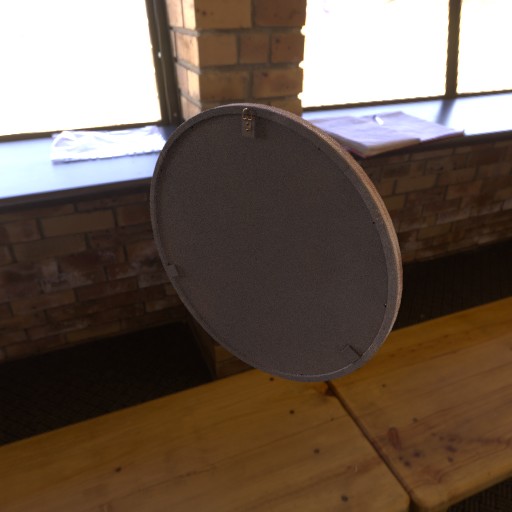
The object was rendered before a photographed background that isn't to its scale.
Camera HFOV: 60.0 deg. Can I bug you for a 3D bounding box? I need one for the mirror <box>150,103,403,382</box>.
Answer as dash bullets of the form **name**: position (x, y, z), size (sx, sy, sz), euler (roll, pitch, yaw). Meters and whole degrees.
- **mirror**: position (0.000, 0.000, 1.085), size (0.710, 0.710, 0.038), euler (20, 36, 30)
